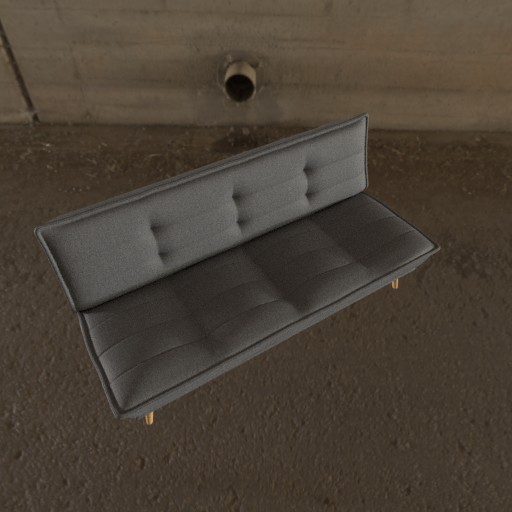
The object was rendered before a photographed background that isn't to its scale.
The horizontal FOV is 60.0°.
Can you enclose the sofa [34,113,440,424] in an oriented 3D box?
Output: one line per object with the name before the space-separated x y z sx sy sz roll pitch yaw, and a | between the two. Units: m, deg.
sofa | 0.000 0.000 2.436 1.940 0.890 0.950 -24 51 -21
